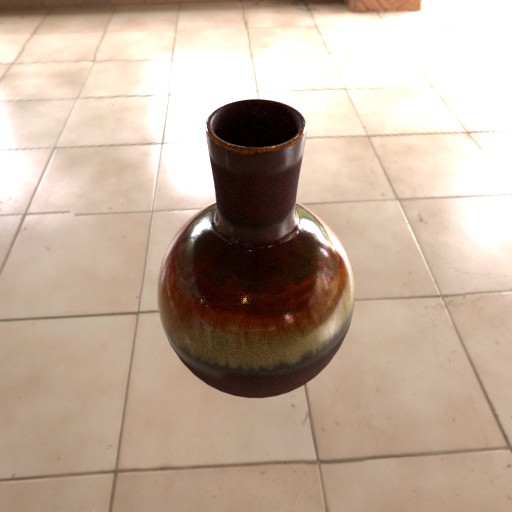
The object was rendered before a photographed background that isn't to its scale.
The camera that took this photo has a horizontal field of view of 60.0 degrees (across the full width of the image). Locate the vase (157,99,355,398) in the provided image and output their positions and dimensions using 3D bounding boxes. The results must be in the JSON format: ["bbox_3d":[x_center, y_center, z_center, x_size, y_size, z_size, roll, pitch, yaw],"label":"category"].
[{"bbox_3d":[0.000,0.000,0.233,0.111,0.154,0.111,0,46,0],"label":"vase"}]
